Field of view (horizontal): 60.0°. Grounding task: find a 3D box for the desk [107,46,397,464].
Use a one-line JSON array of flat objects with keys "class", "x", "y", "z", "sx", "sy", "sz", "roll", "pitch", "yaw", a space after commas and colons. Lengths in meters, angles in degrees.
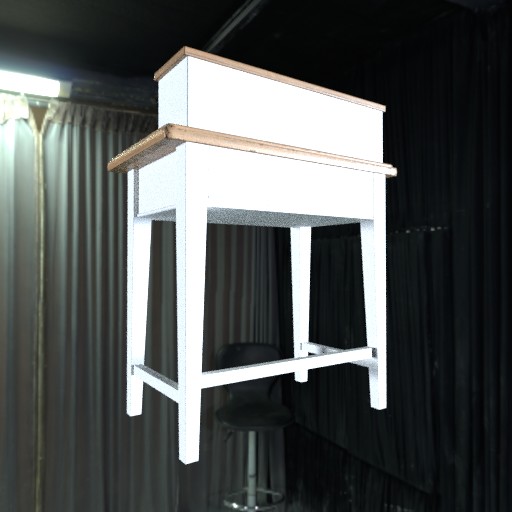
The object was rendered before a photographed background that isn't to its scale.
[{"class": "desk", "x": 0.000, "y": 0.000, "z": 1.427, "sx": 0.814, "sy": 0.981, "sz": 0.462, "roll": 0, "pitch": -1, "yaw": -34}]
